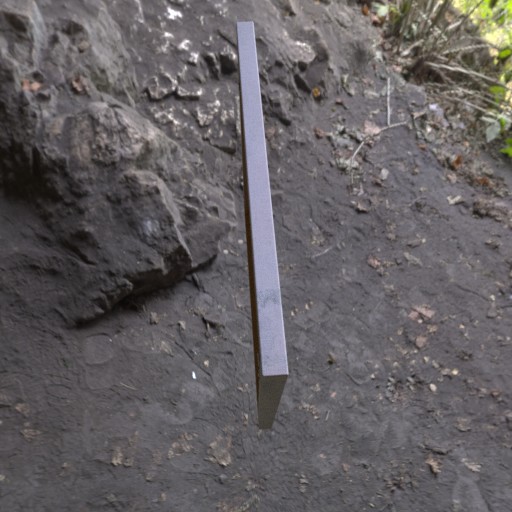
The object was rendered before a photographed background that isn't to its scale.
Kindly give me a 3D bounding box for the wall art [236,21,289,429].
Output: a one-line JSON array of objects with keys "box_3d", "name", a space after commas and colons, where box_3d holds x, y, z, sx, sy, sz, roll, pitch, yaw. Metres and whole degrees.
[{"box_3d": [0.000, 0.000, 1.135, 0.041, 0.762, 0.762, -3, 63, -2], "name": "wall art"}]
